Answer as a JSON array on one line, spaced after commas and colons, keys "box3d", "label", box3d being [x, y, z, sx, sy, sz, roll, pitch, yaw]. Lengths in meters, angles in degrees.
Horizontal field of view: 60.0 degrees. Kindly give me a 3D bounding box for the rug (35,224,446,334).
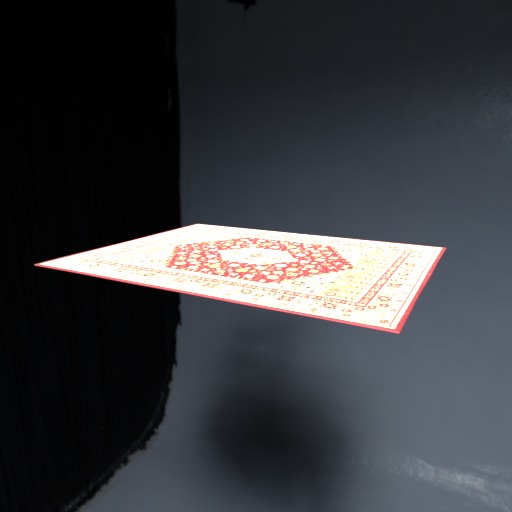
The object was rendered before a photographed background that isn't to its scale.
[{"box3d": [0.000, 0.000, 4.124, 3.053, 0.013, 2.387, 7, 15, 28], "label": "rug"}]
